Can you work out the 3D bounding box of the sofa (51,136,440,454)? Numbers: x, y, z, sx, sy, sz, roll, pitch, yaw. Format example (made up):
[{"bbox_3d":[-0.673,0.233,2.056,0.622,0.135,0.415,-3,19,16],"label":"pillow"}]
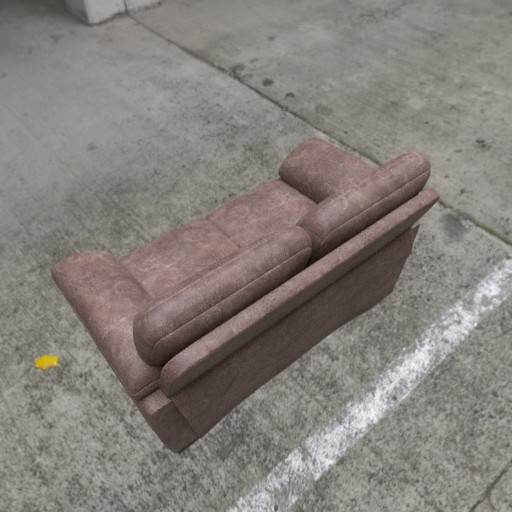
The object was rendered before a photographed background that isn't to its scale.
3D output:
[{"bbox_3d":[0.000,0.000,2.287,1.753,0.991,0.991,-31,54,-26],"label":"sofa"}]
